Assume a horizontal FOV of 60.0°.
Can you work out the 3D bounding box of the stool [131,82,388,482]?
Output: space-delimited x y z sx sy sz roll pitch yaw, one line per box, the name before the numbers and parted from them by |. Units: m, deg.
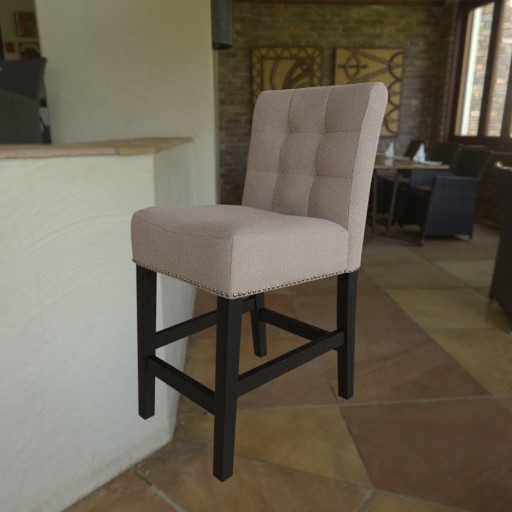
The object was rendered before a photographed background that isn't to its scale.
stool | 0.000 0.000 1.191 0.427 0.885 0.571 15 22 42
